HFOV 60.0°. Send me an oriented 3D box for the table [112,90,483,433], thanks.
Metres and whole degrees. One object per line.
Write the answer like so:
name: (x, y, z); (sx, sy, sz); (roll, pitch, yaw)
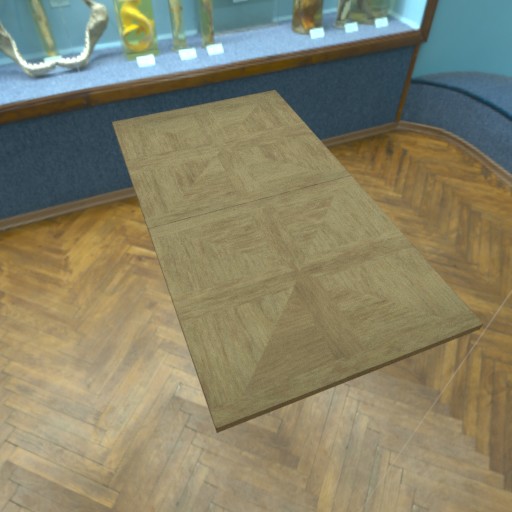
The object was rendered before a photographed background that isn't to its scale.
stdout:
table: (0.000, 0.000, 2.346); (1.016, 0.768, 1.881); (-16, 50, -15)
